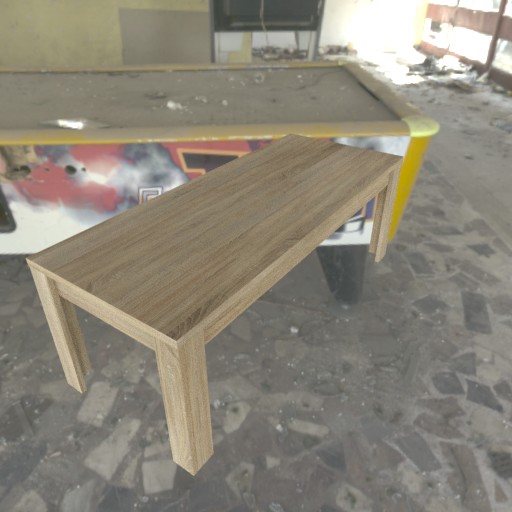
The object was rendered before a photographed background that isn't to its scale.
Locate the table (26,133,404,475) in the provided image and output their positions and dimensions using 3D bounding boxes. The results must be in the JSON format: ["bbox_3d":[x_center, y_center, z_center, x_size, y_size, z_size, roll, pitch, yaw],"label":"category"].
[{"bbox_3d":[0.000,0.000,2.680,0.900,0.790,2.200,21,38,29],"label":"table"}]
